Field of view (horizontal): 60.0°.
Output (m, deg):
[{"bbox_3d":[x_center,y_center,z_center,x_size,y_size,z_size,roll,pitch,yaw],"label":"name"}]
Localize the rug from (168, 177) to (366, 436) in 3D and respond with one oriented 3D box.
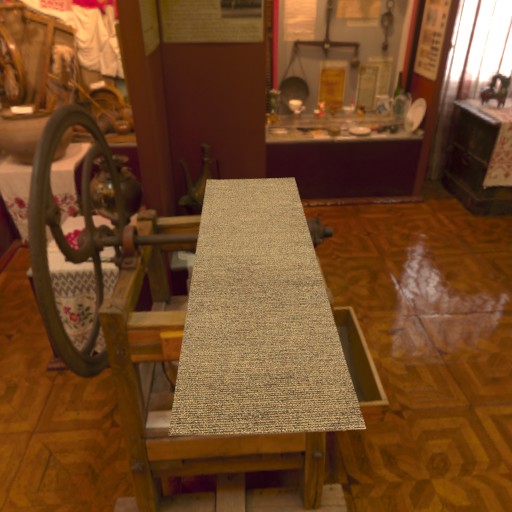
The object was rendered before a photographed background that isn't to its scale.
[{"bbox_3d":[0.000,0.000,2.535,0.697,0.013,2.335,-1,32,-2],"label":"rug"}]
